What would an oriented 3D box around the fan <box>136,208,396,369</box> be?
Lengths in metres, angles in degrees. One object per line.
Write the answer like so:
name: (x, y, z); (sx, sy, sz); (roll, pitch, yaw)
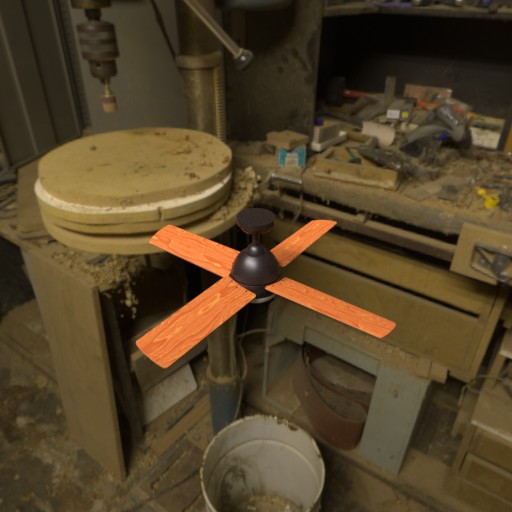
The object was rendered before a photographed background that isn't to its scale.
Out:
fan: (0.000, 0.000, 2.026); (1.332, 0.403, 1.332); (22, 38, 30)
